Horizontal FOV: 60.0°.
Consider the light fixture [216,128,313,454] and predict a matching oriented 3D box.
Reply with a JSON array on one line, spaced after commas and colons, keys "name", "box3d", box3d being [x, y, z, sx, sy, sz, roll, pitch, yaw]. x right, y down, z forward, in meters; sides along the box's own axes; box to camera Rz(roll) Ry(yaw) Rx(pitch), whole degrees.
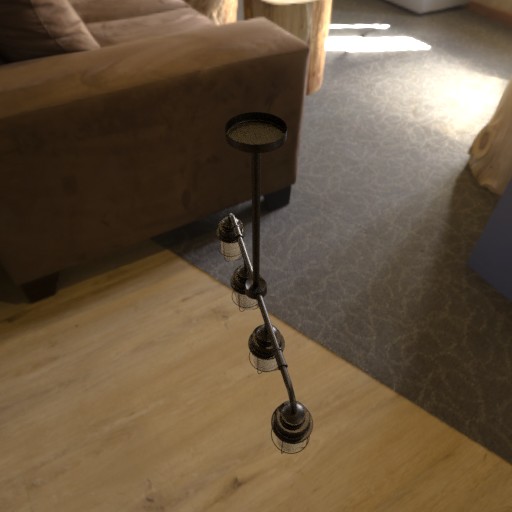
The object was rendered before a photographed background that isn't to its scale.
[{"name": "light fixture", "box3d": [0.000, 0.000, 1.220, 0.131, 0.785, 0.852, -11, 47, -10]}]
